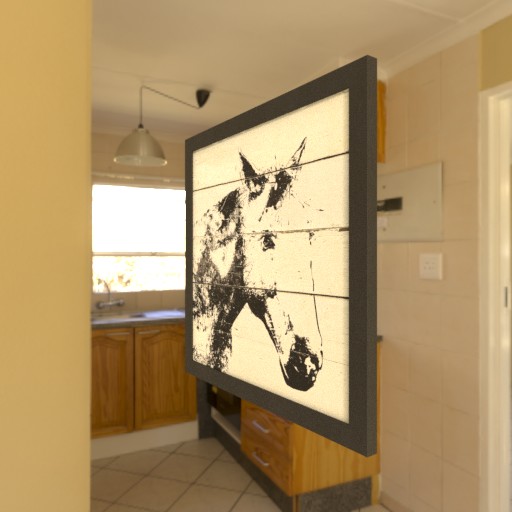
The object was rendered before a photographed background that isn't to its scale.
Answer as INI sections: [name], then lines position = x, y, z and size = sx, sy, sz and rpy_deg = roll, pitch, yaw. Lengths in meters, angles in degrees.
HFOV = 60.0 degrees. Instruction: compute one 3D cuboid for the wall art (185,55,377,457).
[wall art]
position = 0.000, 0.000, 1.541
size = 0.038, 1.016, 1.016
rpy_deg = 0, 0, -36
